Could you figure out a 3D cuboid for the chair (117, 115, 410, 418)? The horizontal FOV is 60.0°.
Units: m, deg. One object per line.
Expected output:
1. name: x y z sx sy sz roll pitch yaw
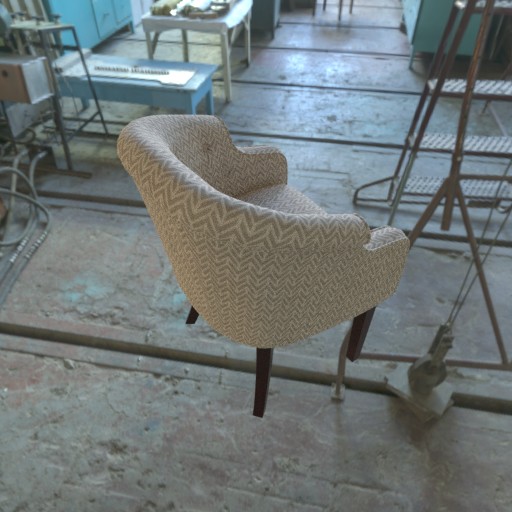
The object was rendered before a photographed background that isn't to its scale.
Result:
1. chair: 0.000 0.000 1.328 0.613 0.858 0.686 -25 48 -25
